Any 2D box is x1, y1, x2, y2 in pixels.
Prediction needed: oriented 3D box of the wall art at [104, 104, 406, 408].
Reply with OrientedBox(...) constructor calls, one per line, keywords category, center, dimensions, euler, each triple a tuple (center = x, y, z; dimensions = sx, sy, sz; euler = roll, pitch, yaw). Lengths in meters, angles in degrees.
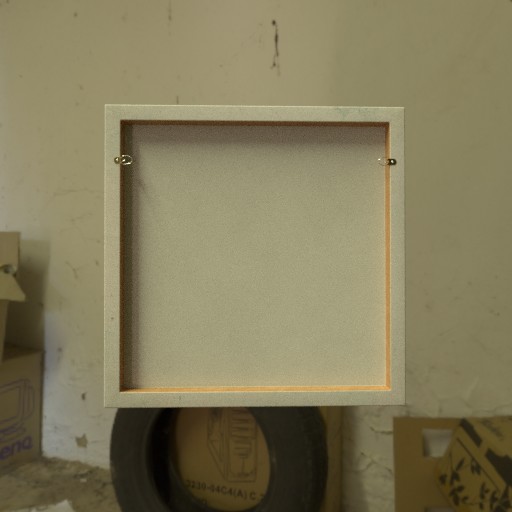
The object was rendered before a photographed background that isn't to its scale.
OrientedBox(category="wall art", center=(0.000, 0.000, 0.917), dimensions=(0.612, 0.612, 0.040), euler=(0, 0, -2))
